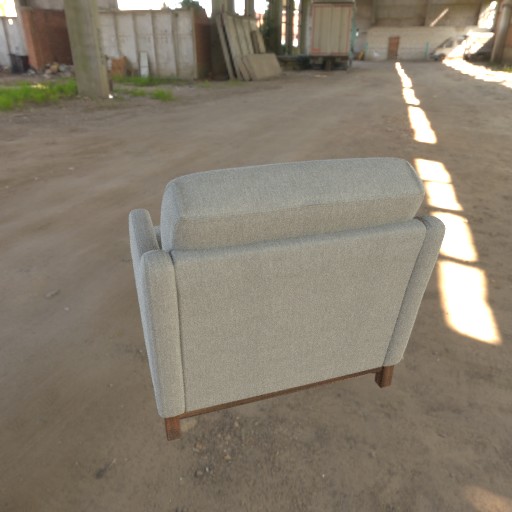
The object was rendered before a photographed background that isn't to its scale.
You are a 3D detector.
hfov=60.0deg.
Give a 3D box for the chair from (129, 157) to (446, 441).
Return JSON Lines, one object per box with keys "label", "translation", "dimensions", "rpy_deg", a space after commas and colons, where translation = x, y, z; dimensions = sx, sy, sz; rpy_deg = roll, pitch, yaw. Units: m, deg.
{"label": "chair", "translation": [0.000, 0.000, 1.553], "dimensions": [0.826, 0.821, 0.892], "rpy_deg": [-8, 27, -16]}
